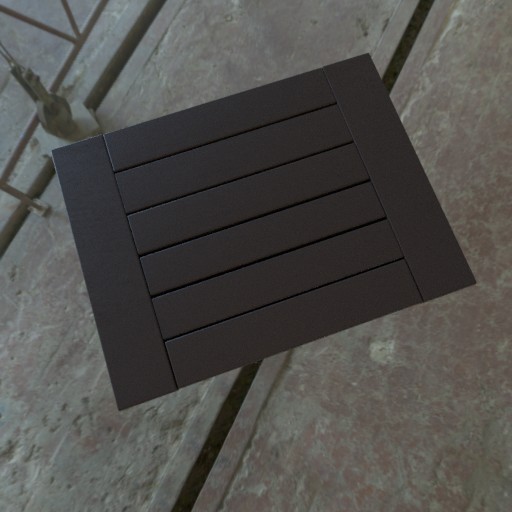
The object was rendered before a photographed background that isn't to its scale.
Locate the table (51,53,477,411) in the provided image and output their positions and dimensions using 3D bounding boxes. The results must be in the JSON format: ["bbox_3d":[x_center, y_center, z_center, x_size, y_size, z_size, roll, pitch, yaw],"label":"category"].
[{"bbox_3d":[0.000,0.000,1.039,0.602,0.605,0.460,-19,77,-4],"label":"table"}]
